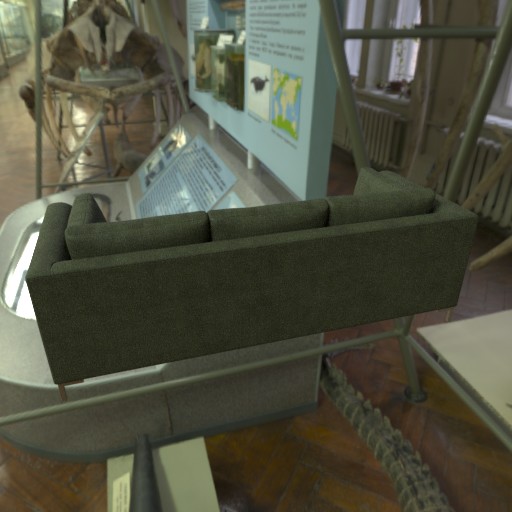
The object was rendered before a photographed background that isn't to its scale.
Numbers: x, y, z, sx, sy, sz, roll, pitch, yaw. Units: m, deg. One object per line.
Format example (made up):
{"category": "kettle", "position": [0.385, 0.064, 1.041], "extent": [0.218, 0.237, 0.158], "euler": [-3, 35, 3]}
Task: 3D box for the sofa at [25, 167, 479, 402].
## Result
{"category": "sofa", "position": [0.000, 0.000, 2.801], "extent": [2.415, 0.867, 0.969], "euler": [-8, 29, -15]}
